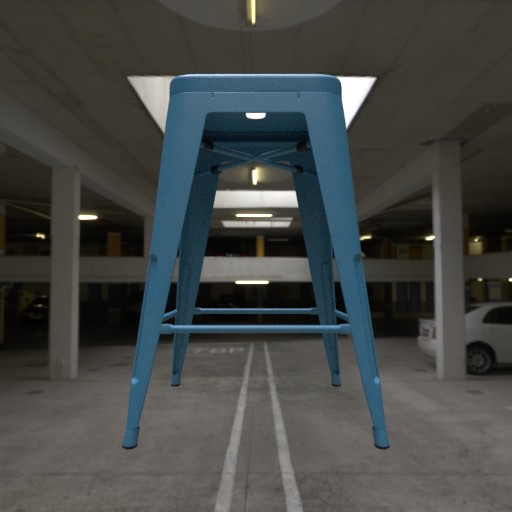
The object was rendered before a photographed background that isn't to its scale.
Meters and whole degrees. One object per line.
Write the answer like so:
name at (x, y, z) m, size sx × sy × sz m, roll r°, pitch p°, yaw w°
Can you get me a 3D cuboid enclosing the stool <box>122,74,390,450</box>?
stool at (0.000, 0.000, 0.887) m, size 0.410 × 0.608 × 0.410 m, roll 0°, pitch -3°, yaw 0°
